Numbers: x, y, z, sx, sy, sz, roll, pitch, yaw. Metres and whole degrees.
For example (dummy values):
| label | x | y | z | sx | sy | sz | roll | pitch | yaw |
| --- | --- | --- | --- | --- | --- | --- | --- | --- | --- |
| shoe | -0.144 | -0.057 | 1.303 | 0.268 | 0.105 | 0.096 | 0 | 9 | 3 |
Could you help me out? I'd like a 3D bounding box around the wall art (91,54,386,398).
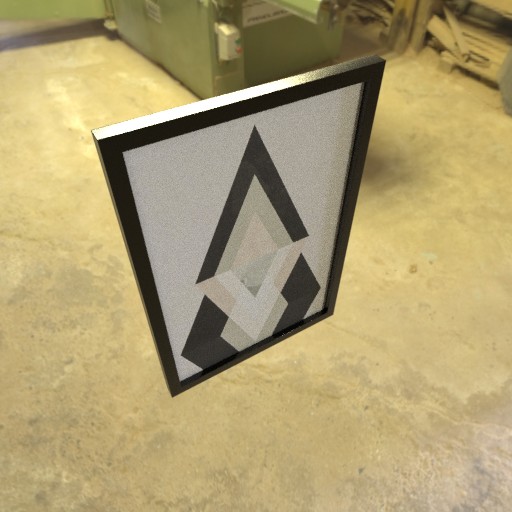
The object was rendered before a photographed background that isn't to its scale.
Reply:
| label | x | y | z | sx | sy | sz | roll | pitch | yaw |
| --- | --- | --- | --- | --- | --- | --- | --- | --- | --- |
| wall art | 0.000 | 0.000 | 0.589 | 0.314 | 0.455 | 0.019 | -23 | 50 | -21 |
